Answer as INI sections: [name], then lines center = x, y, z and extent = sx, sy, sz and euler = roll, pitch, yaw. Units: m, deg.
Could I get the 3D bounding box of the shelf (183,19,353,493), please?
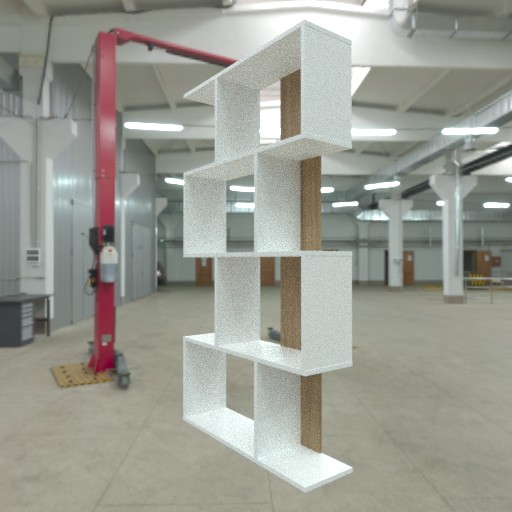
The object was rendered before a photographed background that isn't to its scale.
[shelf]
center = 0.000, 0.000, 1.973
extent = 0.250, 1.650, 0.890
euler = 0, -1, -37
